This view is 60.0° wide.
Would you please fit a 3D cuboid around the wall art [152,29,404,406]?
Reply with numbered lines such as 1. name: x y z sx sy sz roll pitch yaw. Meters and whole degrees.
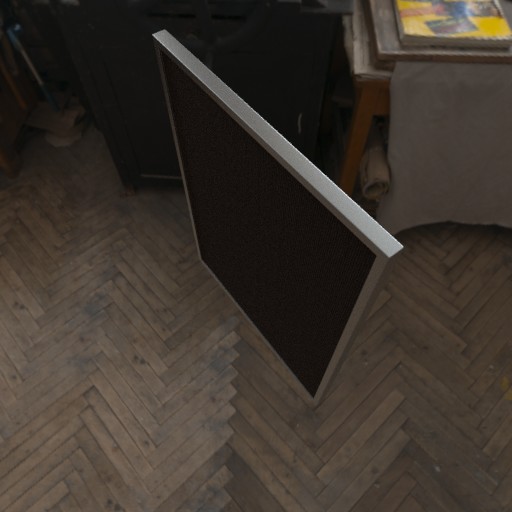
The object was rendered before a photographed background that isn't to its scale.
1. wall art: 0.000 0.000 1.373 0.037 1.062 0.801 -33 64 -18
